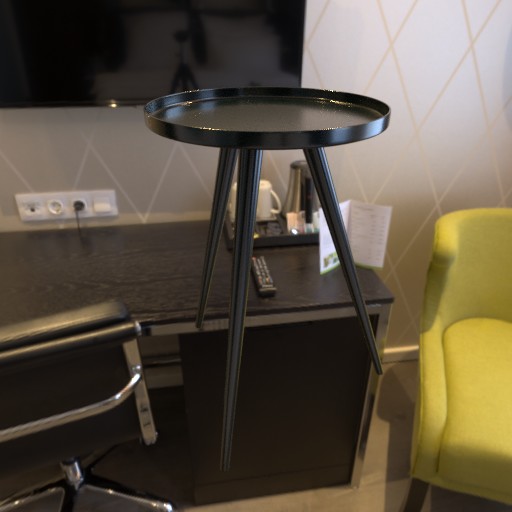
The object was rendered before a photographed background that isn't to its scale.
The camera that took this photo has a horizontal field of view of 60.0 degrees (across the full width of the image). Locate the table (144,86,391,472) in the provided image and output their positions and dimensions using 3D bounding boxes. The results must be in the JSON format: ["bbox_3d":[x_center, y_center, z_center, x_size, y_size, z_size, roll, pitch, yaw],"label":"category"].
[{"bbox_3d":[0.000,0.000,0.823,0.403,0.548,0.415,-21,35,-33],"label":"table"}]
